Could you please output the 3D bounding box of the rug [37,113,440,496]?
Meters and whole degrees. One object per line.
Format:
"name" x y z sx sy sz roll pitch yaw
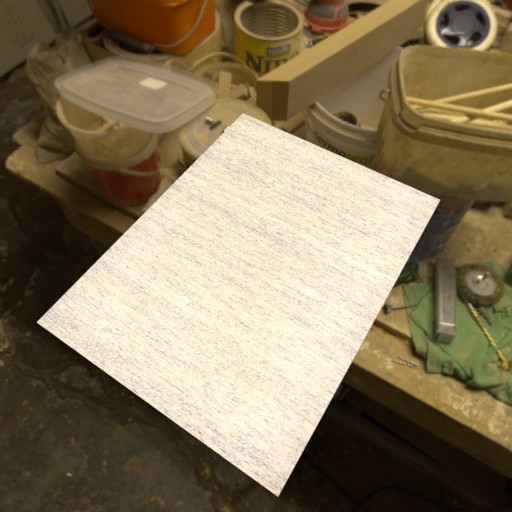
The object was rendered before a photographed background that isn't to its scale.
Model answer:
"rug" 0.000 0.000 4.190 2.438 0.006 3.197 29 62 17
